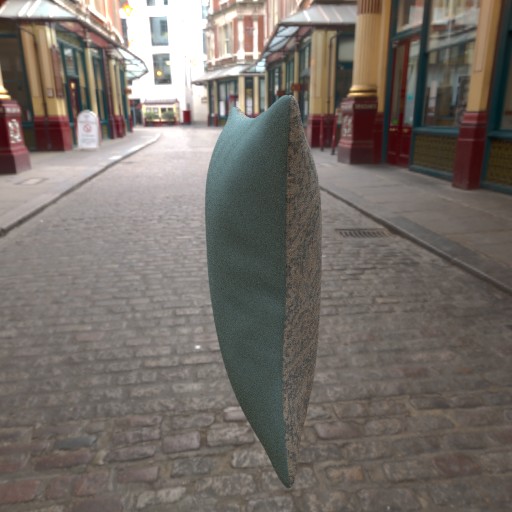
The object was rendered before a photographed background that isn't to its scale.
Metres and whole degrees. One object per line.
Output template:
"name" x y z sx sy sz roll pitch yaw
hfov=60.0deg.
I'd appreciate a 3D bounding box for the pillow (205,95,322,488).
"pillow" 0.000 0.000 0.774 0.166 0.507 0.526 -3 17 -9
